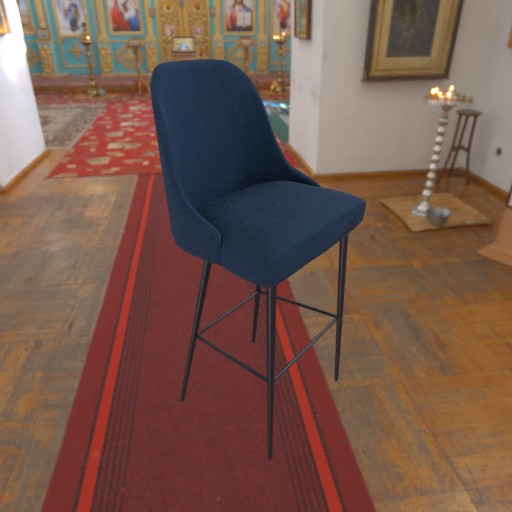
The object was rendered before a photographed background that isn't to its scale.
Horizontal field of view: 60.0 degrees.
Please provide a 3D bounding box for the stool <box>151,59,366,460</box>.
[{"bbox_3d":[0.000,0.000,1.354,0.489,1.079,0.527,19,33,32],"label":"stool"}]
